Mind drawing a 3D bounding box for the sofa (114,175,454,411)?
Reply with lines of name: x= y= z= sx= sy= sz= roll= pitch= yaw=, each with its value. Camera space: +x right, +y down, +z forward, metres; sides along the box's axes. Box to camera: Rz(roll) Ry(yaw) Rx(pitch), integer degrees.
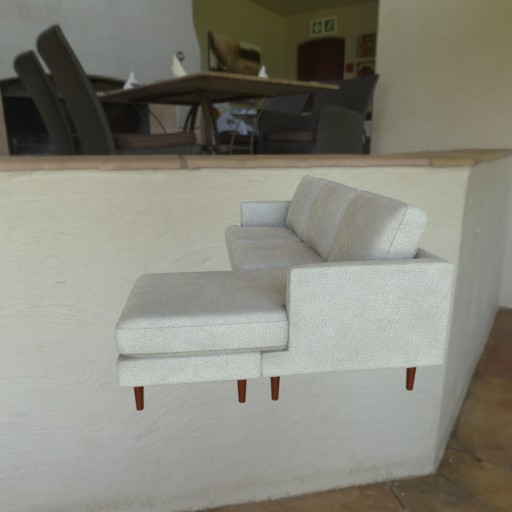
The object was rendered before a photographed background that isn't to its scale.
sofa: x=0.000 y=0.000 z=3.001 sx=1.504 sy=0.956 sz=2.233 roll=-2 pitch=15 yaw=-7
